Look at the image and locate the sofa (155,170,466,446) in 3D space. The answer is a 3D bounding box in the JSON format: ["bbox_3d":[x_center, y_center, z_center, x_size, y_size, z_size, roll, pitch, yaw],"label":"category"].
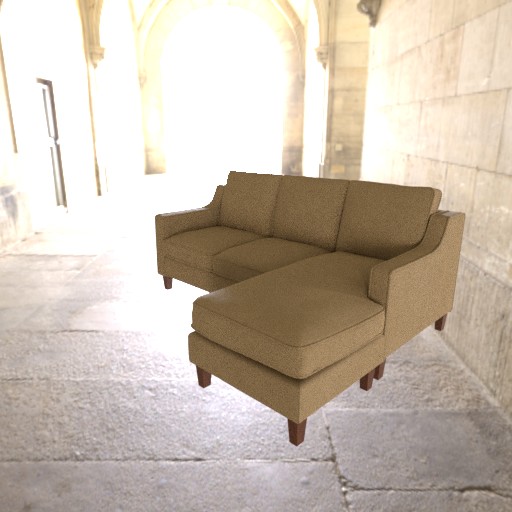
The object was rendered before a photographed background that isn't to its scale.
[{"bbox_3d":[0.000,0.000,3.274,2.317,1.066,1.858,16,23,42],"label":"sofa"}]
